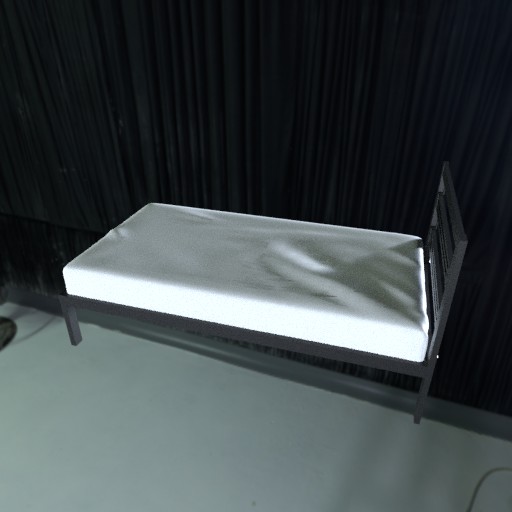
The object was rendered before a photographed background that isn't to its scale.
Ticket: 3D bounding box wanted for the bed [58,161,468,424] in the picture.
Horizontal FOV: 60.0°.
[{"bbox_3d":[0.000,0.000,2.496,1.930,0.967,0.991,9,30,15],"label":"bed"}]
